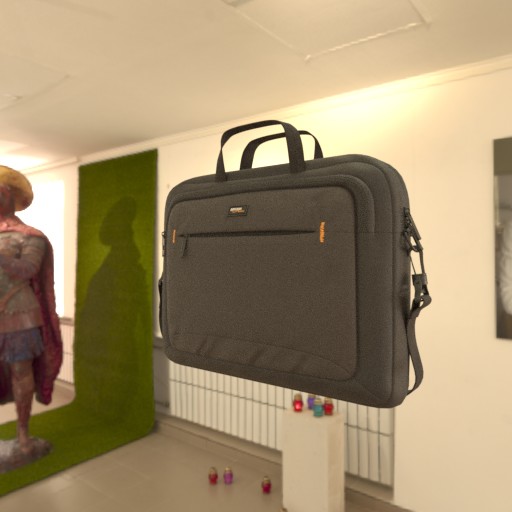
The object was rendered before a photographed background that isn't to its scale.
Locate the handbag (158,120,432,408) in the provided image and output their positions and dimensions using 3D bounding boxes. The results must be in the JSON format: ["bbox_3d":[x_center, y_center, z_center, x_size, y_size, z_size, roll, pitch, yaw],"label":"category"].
[{"bbox_3d":[0.000,0.000,0.430,0.320,0.244,0.089,0,1,37],"label":"handbag"}]
